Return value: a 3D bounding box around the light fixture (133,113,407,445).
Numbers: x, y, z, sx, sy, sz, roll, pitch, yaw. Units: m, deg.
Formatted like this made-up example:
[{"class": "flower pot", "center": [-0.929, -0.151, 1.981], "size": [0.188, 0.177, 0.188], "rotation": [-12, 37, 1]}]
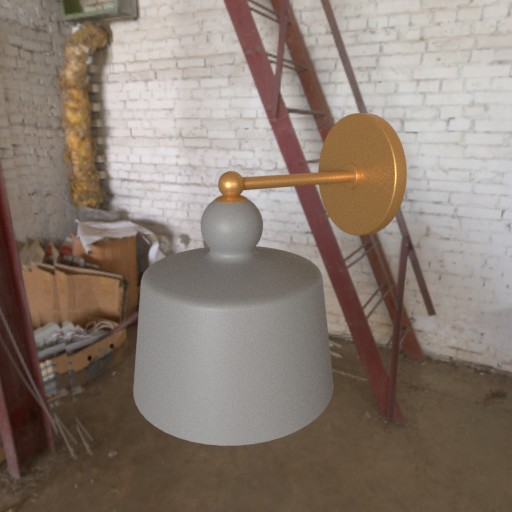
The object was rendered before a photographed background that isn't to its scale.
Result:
[{"class": "light fixture", "center": [0.000, 0.000, 0.435], "size": [0.254, 0.268, 0.204], "rotation": [-9, 19, -26]}]
